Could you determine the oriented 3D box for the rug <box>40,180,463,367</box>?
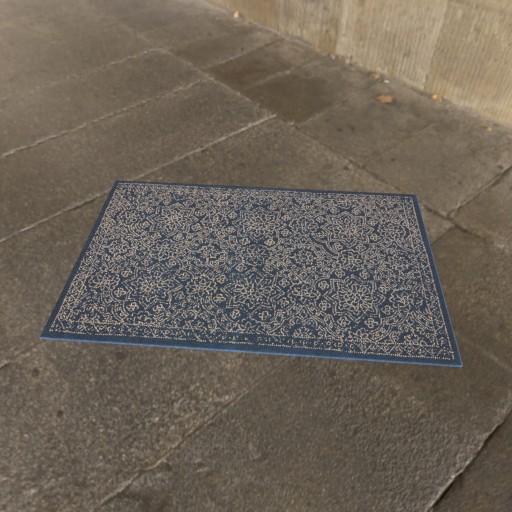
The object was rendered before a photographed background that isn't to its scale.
[{"bbox_3d":[0.000,0.000,3.069,2.441,0.015,1.526,3,47,3],"label":"rug"}]
